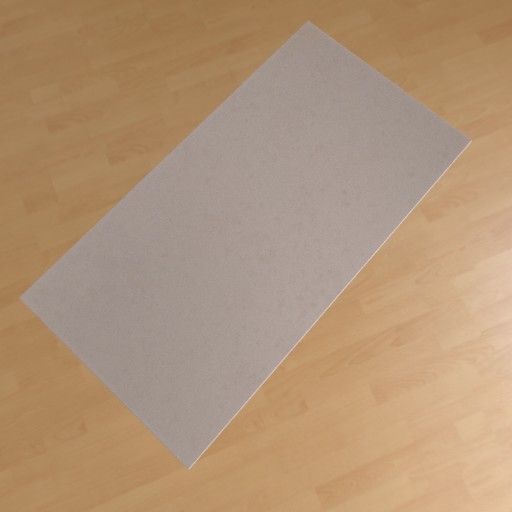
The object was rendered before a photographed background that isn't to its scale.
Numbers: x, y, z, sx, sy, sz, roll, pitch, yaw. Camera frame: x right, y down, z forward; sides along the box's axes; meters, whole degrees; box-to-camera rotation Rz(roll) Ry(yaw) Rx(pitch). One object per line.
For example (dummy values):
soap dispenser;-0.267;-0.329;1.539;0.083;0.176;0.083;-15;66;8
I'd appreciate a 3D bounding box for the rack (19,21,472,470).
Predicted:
rack;0.000;0.000;1.629;0.613;0.880;1.159;41;79;10
